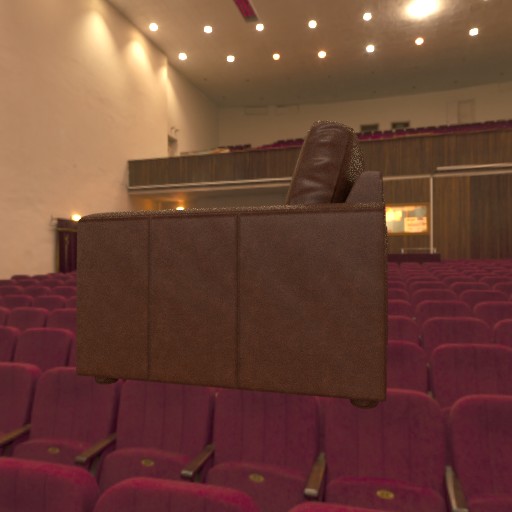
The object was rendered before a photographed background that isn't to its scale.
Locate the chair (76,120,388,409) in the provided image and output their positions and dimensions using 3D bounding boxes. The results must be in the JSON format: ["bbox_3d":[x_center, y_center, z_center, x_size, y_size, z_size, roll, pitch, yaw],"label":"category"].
[{"bbox_3d":[0.000,0.000,1.792,1.016,0.873,1.005,0,-1,17],"label":"chair"}]
